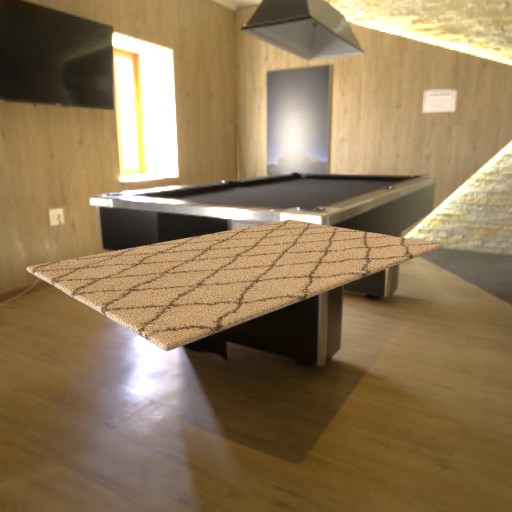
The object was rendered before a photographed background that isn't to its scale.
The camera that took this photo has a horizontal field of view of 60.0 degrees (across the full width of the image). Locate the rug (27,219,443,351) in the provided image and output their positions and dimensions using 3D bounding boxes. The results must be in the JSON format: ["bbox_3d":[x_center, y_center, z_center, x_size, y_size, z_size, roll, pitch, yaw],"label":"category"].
[{"bbox_3d":[0.000,0.000,3.000,2.438,0.030,1.524,-14,20,-43],"label":"rug"}]
